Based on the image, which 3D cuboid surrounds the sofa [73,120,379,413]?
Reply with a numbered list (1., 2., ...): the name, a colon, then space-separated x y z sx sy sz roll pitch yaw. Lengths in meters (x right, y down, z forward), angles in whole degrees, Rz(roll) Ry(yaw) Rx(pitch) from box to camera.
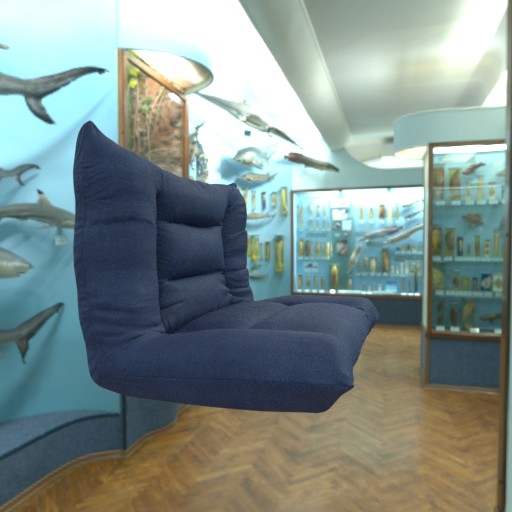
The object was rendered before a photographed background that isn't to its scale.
1. sofa: 0.000 0.000 1.666 0.849 0.778 1.122 1 2 19
